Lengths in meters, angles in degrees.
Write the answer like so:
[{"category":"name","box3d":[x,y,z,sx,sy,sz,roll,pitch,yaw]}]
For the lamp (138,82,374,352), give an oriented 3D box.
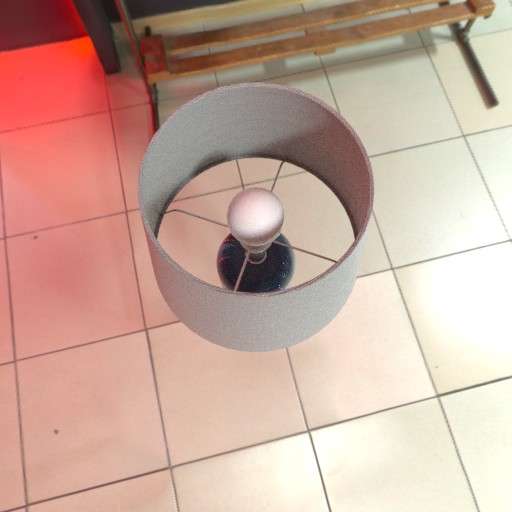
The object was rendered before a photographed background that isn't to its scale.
[{"category":"lamp","box3d":[0.000,0.000,0.578,0.253,0.428,0.253,0,73,0]}]
